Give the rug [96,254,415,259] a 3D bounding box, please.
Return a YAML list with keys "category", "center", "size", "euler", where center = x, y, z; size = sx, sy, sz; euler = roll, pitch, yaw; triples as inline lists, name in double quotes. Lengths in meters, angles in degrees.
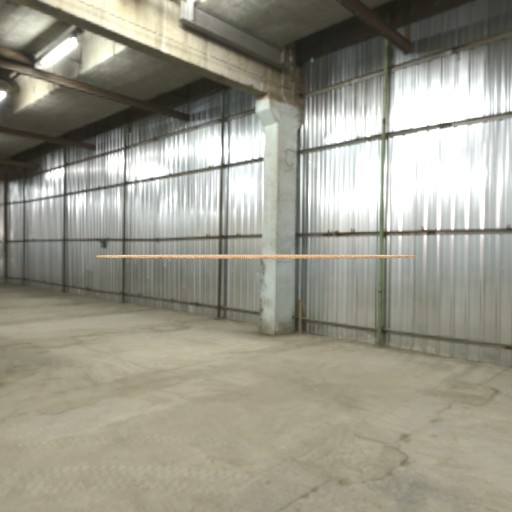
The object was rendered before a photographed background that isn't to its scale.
- category: "rug"
  center: [0.000, 0.000, 3.613]
  size: [2.444, 0.015, 2.444]
  euler: [0, 0, 0]
